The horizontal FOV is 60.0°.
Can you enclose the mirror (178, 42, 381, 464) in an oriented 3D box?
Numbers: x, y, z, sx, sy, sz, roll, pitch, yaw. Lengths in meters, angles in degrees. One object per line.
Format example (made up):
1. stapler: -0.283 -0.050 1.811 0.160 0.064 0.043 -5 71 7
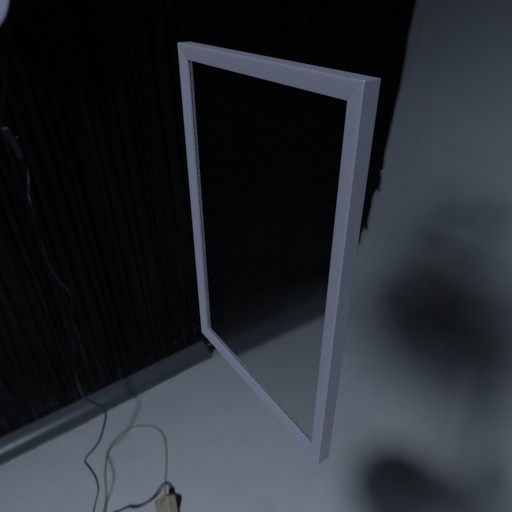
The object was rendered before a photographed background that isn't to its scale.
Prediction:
1. mirror: 0.000 0.000 1.104 0.040 0.915 0.609 -20 37 -29
